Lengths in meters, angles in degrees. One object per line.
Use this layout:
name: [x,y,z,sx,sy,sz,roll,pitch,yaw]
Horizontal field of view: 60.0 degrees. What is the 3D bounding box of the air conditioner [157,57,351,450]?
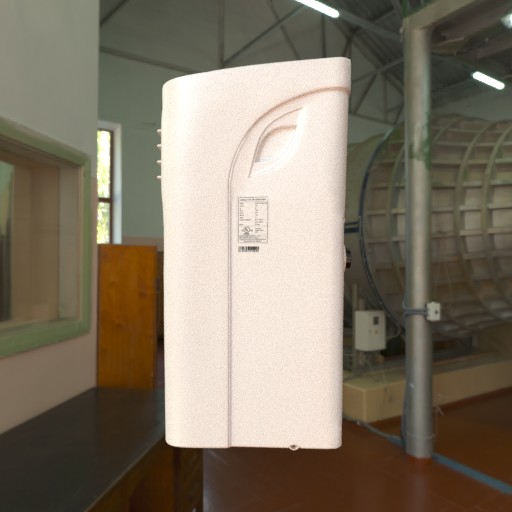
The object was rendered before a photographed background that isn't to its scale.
air conditioner: [0.000,0.000,0.947,0.369,0.716,0.352,0,-1,2]
